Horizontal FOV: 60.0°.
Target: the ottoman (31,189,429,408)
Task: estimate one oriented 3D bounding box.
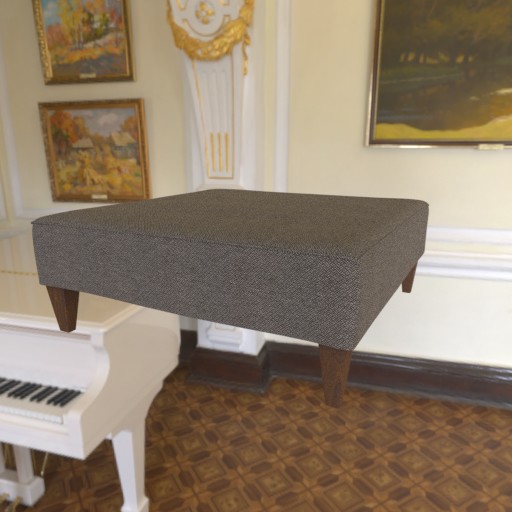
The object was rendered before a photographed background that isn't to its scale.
[{"bbox_3d":[0.000,0.000,1.500,0.970,0.378,0.981,7,16,27],"label":"ottoman"}]
